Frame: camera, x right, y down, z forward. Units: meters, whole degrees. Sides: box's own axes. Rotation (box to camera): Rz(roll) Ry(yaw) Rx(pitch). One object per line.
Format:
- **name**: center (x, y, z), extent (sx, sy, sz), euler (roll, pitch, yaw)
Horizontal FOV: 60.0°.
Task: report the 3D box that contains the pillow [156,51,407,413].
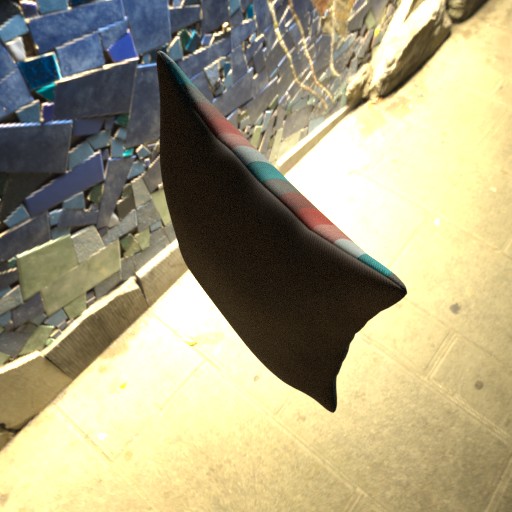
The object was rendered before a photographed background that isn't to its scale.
- **pillow**: center (0.000, 0.000, 0.679), extent (0.168, 0.443, 0.453), euler (-31, 62, -19)
